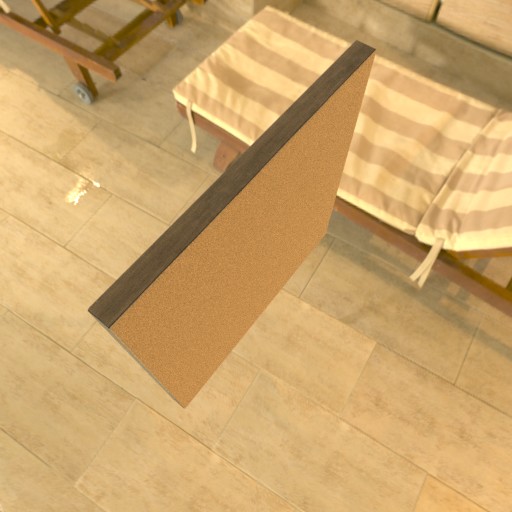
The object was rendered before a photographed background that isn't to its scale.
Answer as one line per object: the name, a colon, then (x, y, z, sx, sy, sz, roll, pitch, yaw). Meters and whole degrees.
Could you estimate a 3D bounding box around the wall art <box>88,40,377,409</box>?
wall art: (0.000, 0.000, 1.110, 0.050, 0.751, 0.749, 34, 68, 16)
